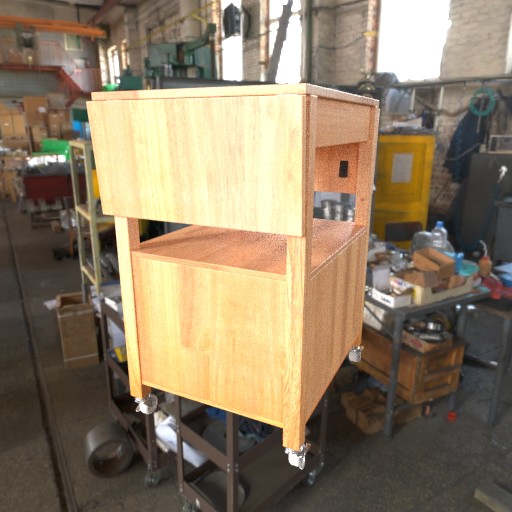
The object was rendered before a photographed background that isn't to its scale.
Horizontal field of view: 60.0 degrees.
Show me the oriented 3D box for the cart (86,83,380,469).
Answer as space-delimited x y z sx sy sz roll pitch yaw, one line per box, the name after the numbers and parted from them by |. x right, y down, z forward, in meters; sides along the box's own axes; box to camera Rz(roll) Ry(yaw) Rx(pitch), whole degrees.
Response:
0.000 0.000 1.238 0.508 0.838 0.640 8 18 25 | cart
